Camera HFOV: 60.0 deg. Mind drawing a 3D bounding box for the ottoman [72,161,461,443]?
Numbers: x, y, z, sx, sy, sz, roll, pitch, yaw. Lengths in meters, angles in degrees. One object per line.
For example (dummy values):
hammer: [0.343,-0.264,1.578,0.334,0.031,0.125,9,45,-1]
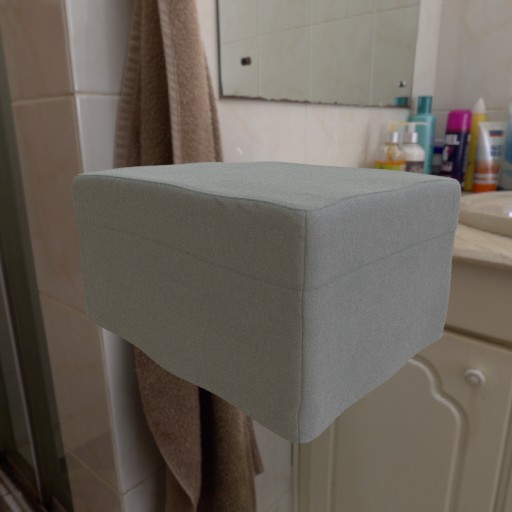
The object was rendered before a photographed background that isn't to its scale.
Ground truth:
ottoman: [0.000,0.000,1.213,0.833,0.461,0.648,15,22,42]
